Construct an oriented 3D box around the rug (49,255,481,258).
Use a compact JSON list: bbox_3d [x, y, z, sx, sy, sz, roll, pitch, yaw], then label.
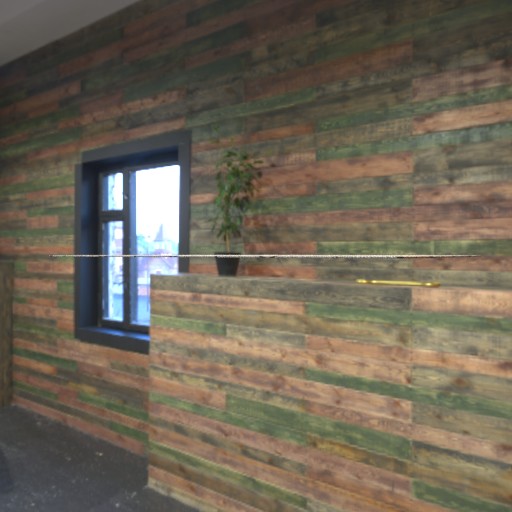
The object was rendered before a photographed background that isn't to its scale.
[{"bbox_3d":[0.000,0.000,2.964,2.465,0.008,1.526,0,0,36],"label":"rug"}]
